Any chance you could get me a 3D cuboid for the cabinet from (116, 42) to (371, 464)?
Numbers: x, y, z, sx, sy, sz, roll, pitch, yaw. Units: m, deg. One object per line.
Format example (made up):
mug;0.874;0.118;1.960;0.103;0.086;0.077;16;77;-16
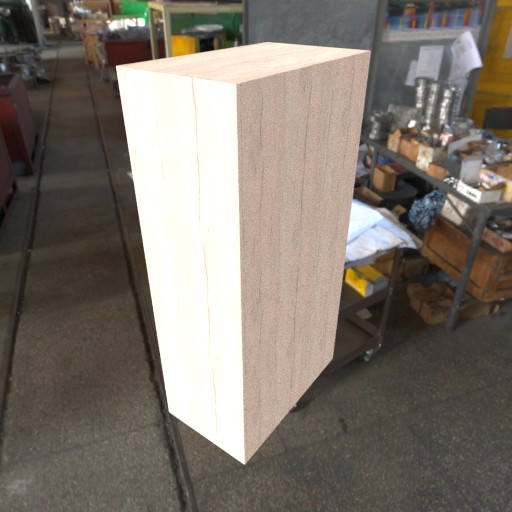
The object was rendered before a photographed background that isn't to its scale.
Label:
cabinet;0.000;0.000;2.342;0.580;1.930;0.980;21;37;31
